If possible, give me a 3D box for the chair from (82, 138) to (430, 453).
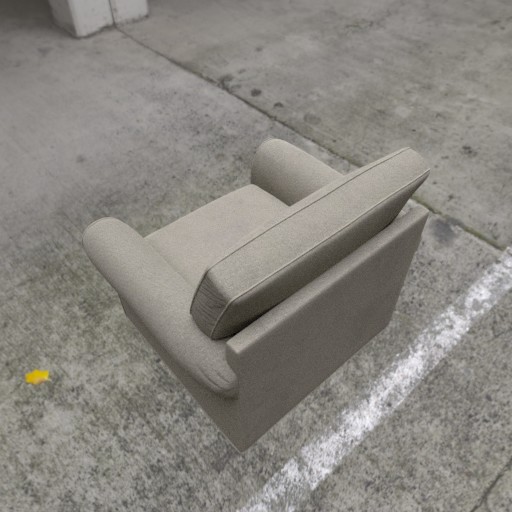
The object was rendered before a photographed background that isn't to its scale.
[{"bbox_3d":[0.000,0.000,1.918,1.147,1.044,0.939,-32,54,-27],"label":"chair"}]
